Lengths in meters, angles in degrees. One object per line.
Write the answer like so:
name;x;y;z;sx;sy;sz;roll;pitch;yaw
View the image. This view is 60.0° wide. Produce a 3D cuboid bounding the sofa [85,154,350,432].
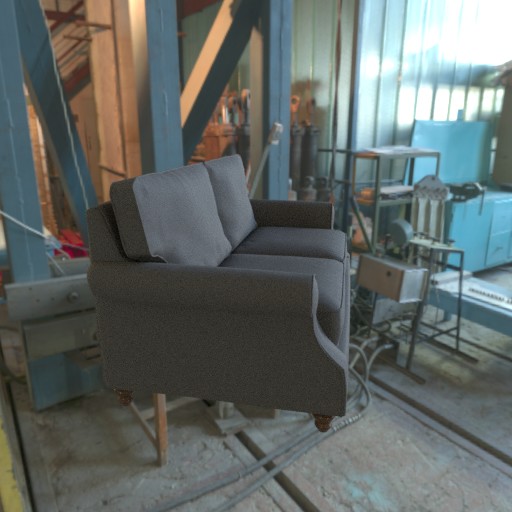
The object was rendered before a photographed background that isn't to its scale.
sofa;0.000;0.000;2.258;0.964;0.937;1.665;3;16;11
